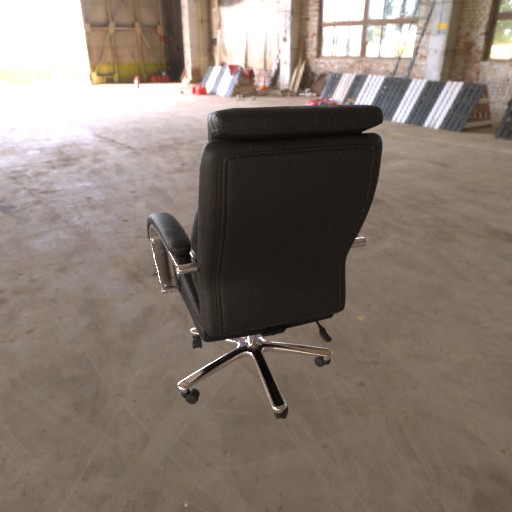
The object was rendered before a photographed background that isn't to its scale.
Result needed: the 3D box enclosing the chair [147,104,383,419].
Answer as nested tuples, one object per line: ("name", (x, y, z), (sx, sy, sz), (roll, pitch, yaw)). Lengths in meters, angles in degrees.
("chair", (0.000, 0.000, 1.711), (0.755, 1.183, 0.790), (-8, 27, -17))
